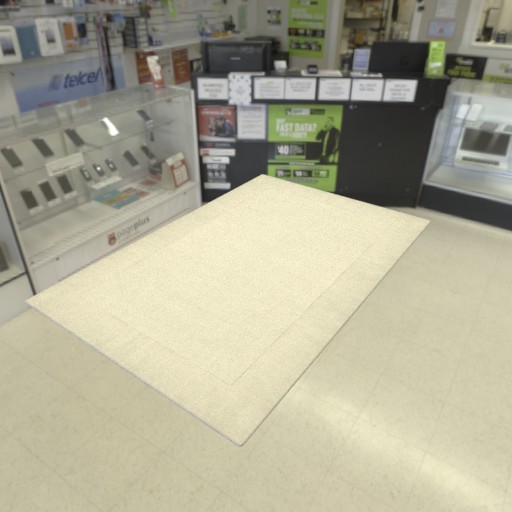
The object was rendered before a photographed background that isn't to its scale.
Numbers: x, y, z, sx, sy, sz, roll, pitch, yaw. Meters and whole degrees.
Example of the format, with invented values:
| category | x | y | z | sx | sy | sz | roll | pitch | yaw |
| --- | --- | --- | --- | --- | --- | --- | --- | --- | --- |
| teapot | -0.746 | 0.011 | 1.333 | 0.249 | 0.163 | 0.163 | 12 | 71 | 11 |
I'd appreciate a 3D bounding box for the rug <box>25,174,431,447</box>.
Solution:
| category | x | y | z | sx | sy | sz | roll | pitch | yaw |
| --- | --- | --- | --- | --- | --- | --- | --- | --- | --- |
| rug | 0.000 | 0.000 | 2.289 | 1.219 | 0.013 | 1.829 | 21 | 38 | 30 |
